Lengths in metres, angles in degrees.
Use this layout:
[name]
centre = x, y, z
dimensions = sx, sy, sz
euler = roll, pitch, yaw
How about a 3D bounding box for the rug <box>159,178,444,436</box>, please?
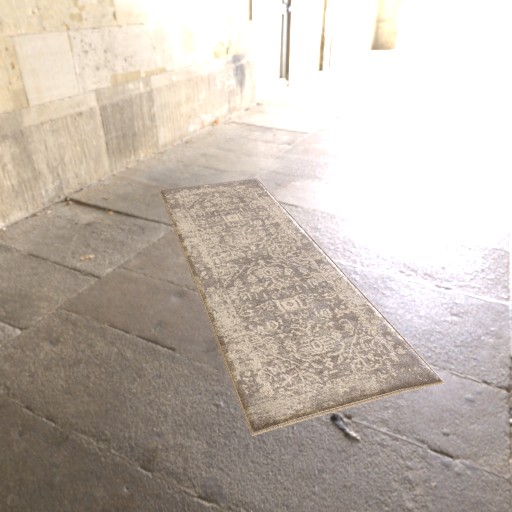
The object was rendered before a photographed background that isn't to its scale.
[rug]
centre = 0.000, 0.000, 2.737
dimensions = 0.855, 0.017, 2.452
euler = -10, 33, -16
